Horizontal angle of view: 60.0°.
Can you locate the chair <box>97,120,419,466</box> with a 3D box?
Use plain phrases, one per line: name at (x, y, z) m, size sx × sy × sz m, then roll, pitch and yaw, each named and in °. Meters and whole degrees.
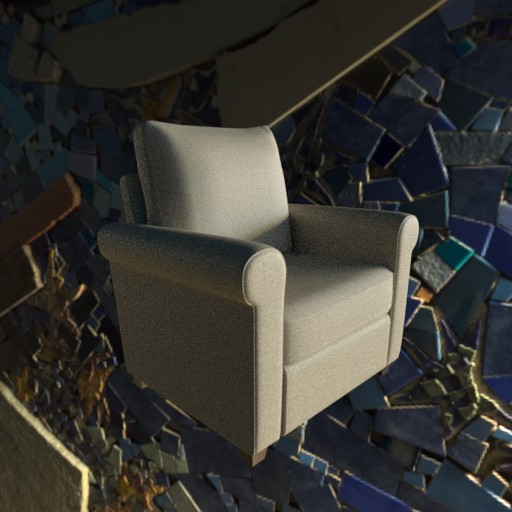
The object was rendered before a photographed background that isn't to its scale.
chair at (0.000, 0.000, 2.306) m, size 1.180 × 1.349 × 1.275 m, roll 13°, pitch 19°, yaw 43°
